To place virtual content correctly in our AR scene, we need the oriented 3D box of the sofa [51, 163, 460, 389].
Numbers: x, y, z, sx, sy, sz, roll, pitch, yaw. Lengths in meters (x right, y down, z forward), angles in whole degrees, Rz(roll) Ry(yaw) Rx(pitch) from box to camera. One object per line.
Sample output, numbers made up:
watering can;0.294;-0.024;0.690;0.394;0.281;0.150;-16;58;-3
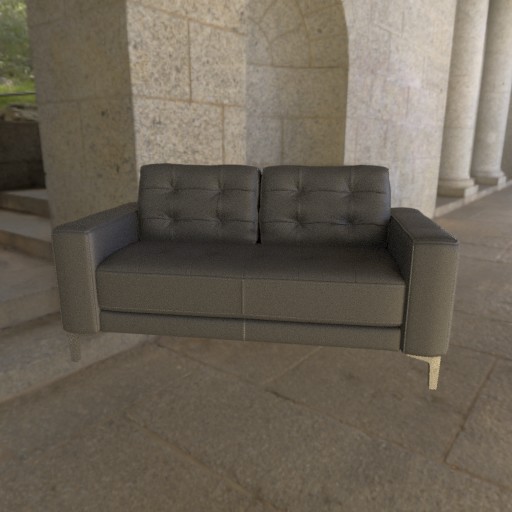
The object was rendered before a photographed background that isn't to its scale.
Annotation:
sofa;0.000;0.000;2.228;1.726;0.892;0.833;2;15;8
